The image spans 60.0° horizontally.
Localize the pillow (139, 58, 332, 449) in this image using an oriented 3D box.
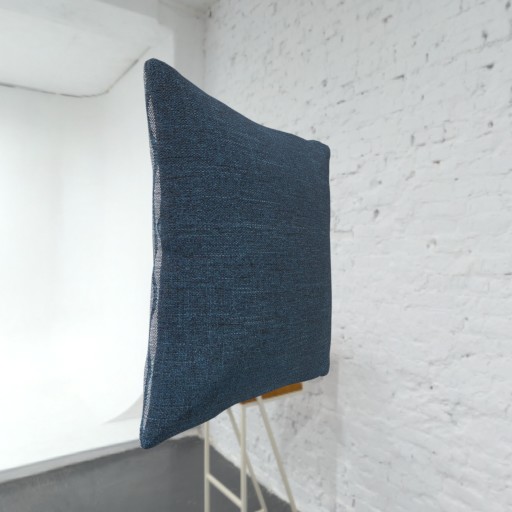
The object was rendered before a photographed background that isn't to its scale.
[{"bbox_3d":[0.000,0.000,0.664,0.159,0.435,0.435,-1,-2,35],"label":"pillow"}]
